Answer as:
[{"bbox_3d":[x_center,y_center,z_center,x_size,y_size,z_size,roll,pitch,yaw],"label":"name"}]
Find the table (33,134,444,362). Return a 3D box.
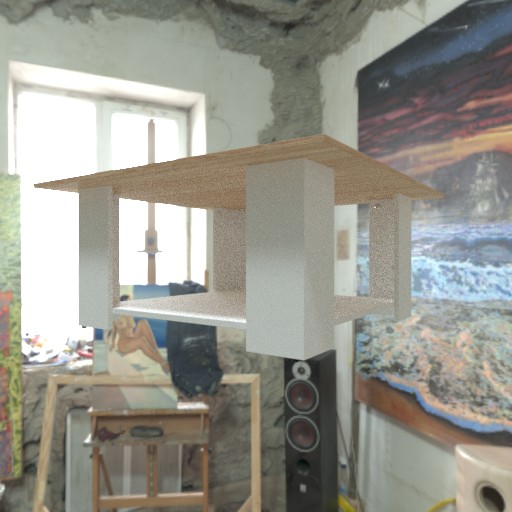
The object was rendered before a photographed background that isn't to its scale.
[{"bbox_3d":[0.000,0.000,1.012,0.670,0.305,0.670,0,0,35],"label":"table"}]
